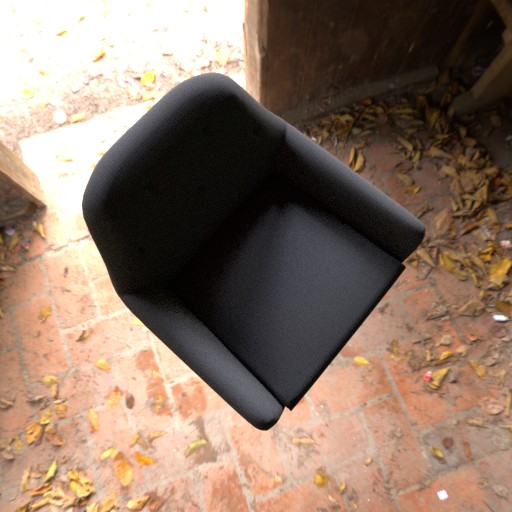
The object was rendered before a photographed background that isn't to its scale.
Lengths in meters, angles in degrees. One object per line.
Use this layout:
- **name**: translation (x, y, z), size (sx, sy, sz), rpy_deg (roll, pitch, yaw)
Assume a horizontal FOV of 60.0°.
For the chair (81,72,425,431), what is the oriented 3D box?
- **chair**: translation (0.000, 0.000, 1.418), size (0.779, 0.800, 0.770), rpy_deg (40, 79, 9)
